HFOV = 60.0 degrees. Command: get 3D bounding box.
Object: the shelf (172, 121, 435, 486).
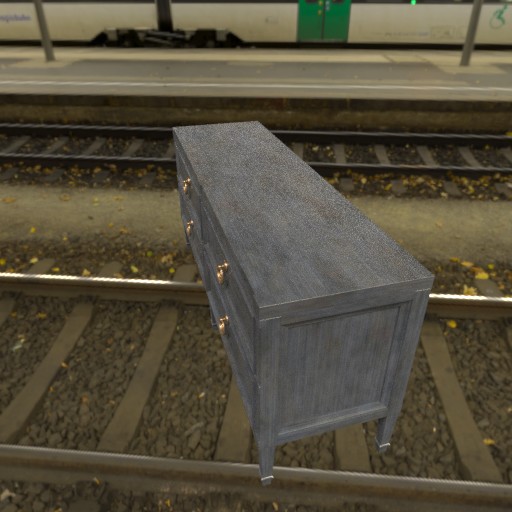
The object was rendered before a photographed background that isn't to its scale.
[{"bbox_3d":[0.000,0.000,1.892,0.479,0.719,1.575,-9,32,-14],"label":"shelf"}]
